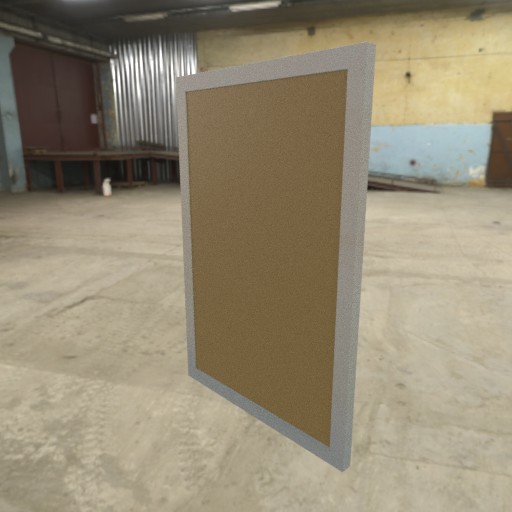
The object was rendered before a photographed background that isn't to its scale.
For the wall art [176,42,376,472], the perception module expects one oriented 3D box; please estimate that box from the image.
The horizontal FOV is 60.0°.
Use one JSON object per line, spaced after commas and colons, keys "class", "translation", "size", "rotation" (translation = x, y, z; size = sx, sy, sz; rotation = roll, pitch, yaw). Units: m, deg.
{"class": "wall art", "translation": [0.000, 0.000, 1.419], "size": [0.038, 1.143, 0.764], "rotation": [-13, 19, -42]}
